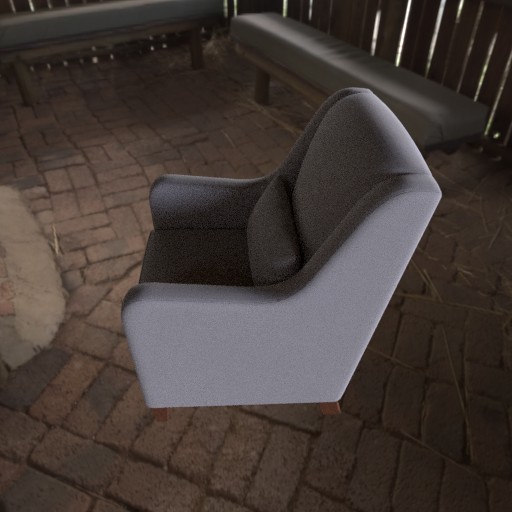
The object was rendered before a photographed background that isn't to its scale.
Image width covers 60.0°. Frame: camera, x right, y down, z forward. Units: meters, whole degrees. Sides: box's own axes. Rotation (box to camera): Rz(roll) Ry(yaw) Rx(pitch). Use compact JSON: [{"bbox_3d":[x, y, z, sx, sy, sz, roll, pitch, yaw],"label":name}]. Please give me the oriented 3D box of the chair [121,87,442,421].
[{"bbox_3d":[0.000,0.000,1.600,0.863,1.010,0.715,-2,40,-2],"label":"chair"}]
